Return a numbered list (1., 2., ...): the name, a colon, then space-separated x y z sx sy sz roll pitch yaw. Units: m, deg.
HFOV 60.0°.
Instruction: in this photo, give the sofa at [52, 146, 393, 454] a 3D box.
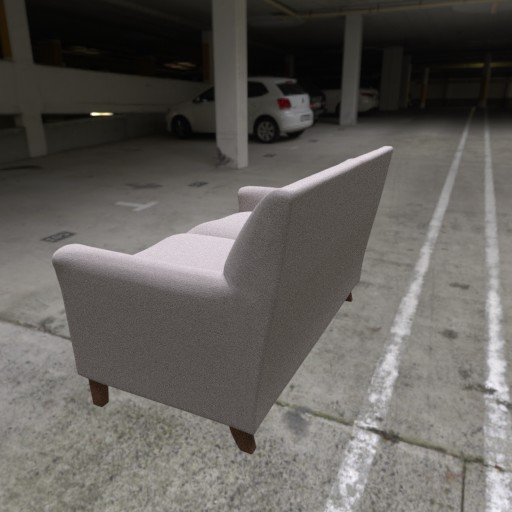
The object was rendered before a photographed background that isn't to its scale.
1. sofa: 0.000 0.000 1.983 0.888 0.890 1.482 8 20 24
